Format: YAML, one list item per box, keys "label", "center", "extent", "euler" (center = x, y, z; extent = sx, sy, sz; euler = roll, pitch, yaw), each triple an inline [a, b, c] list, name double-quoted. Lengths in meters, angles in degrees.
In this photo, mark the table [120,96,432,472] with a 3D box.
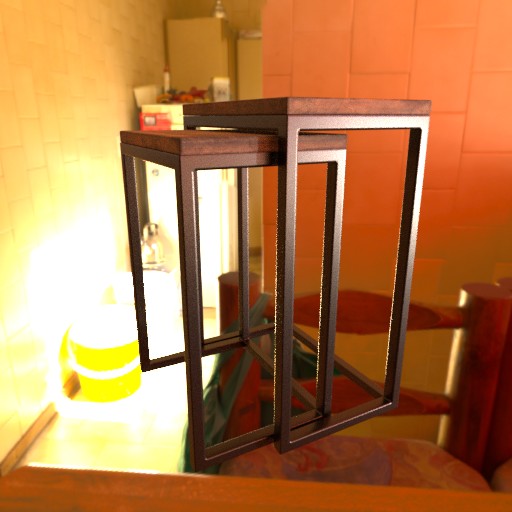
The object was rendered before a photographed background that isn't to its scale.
- label: "table"
  center: [0.000, 0.000, 0.937]
  extent: [0.460, 0.615, 0.456]
  euler: [-8, 19, -25]
